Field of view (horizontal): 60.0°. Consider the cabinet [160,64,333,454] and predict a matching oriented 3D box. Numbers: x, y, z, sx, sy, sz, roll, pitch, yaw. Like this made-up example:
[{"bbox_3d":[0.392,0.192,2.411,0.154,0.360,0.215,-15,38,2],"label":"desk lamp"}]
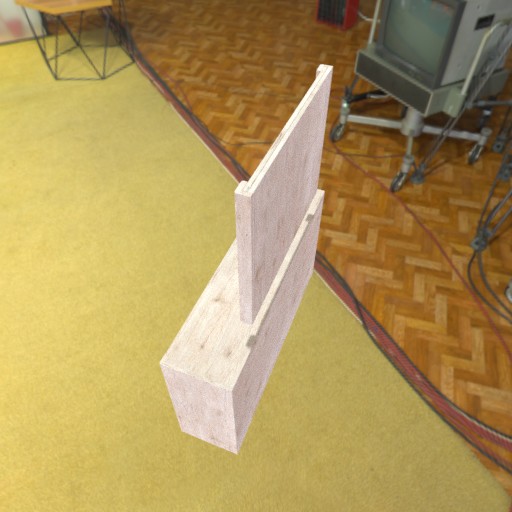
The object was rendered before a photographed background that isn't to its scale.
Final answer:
[{"bbox_3d":[0.000,0.000,2.767,0.420,1.981,1.700,17,50,15],"label":"cabinet"}]
